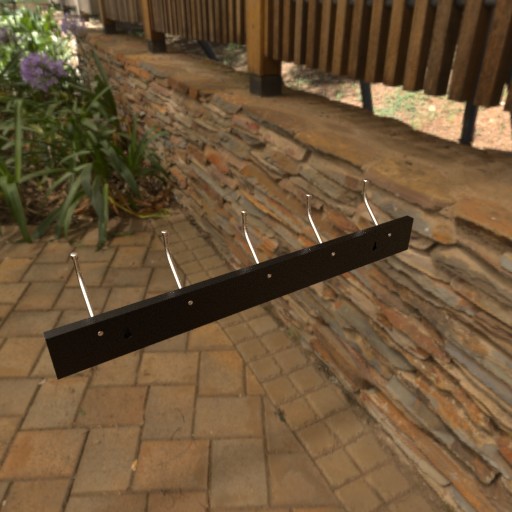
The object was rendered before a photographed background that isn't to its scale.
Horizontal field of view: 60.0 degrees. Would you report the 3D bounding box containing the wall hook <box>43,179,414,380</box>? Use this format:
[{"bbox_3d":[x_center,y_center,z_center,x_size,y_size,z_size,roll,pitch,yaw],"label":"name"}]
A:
[{"bbox_3d":[0.000,0.000,0.629,0.571,0.117,0.071,-17,34,-27],"label":"wall hook"}]
